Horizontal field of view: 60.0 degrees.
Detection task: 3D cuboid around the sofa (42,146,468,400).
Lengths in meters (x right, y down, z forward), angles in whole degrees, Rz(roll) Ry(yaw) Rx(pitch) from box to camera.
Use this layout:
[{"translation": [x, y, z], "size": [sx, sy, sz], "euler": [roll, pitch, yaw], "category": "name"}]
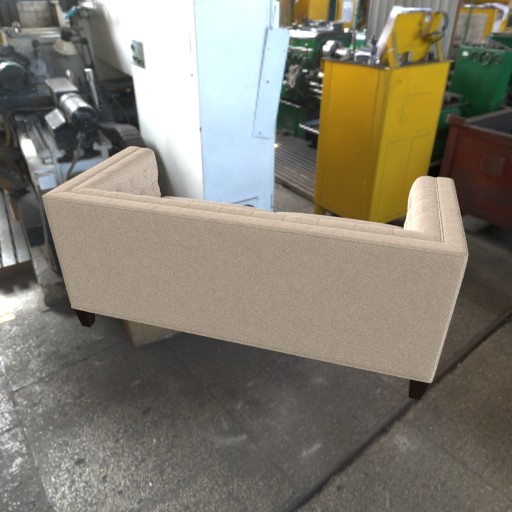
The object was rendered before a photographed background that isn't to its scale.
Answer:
[{"translation": [0.000, 0.000, 2.258], "size": [1.778, 0.762, 0.775], "euler": [9, 32, 14], "category": "sofa"}]
